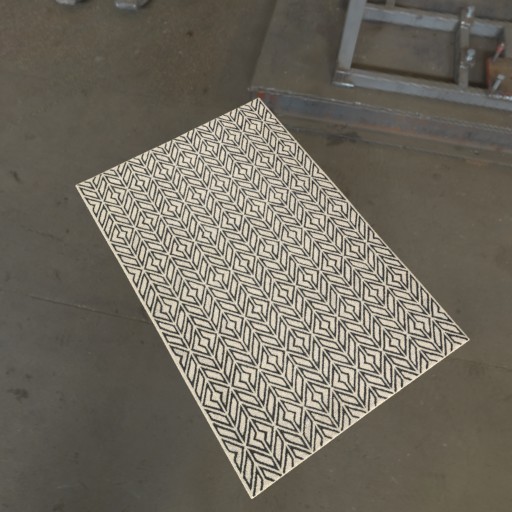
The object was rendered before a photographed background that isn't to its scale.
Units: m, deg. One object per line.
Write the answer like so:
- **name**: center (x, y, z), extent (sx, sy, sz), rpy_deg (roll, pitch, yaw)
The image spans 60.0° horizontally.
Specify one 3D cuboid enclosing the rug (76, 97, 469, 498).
- **rug**: center (0.000, 0.000, 2.281), extent (1.220, 0.007, 1.828), rpy_deg (-30, 68, -14)
